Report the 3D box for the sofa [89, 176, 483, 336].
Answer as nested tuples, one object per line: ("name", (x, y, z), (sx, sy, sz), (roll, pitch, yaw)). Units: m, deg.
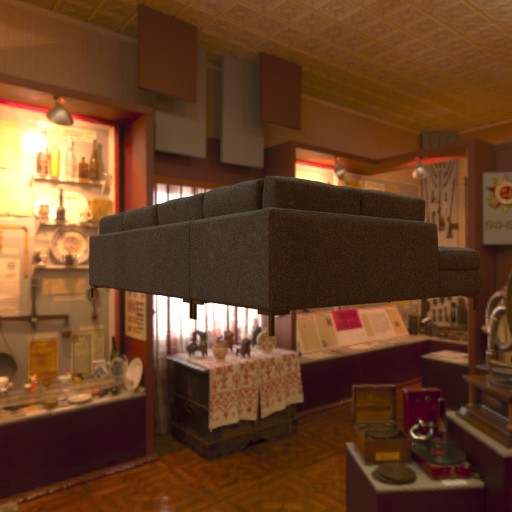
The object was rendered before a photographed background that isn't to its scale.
("sofa", (0.000, 0.000, 3.849), (2.007, 0.813, 2.956), (1, -1, -37))
